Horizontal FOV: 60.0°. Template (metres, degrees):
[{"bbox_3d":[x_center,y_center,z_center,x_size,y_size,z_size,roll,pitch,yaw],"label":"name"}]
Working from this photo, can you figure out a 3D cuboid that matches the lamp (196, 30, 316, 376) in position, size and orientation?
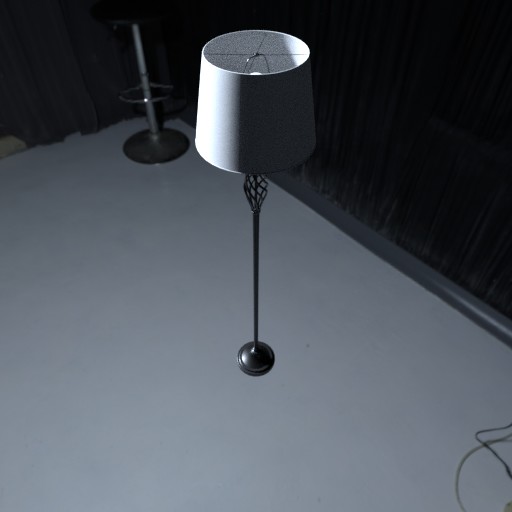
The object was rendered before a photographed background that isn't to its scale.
[{"bbox_3d":[0.000,0.000,1.791,0.379,1.623,0.379,0,47,0],"label":"lamp"}]
